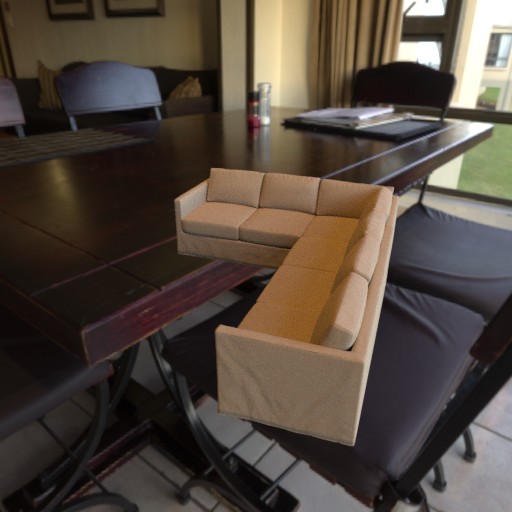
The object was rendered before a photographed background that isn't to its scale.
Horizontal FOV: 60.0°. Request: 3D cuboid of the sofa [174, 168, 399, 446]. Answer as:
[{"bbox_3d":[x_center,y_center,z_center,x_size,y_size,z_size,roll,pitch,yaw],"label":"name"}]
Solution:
[{"bbox_3d":[0.000,0.000,4.283,2.432,0.871,3.182,9,27,18],"label":"sofa"}]
